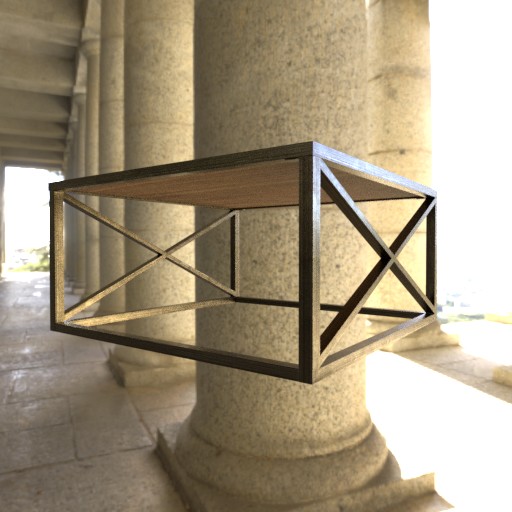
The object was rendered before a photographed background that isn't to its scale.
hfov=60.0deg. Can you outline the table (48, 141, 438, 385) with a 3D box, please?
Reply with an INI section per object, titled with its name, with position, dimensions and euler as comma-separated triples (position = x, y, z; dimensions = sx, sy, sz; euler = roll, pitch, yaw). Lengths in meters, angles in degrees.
[table]
position = 0.000, 0.000, 1.446
dimensions = 0.909, 0.451, 0.899
euler = 1, 2, 36
